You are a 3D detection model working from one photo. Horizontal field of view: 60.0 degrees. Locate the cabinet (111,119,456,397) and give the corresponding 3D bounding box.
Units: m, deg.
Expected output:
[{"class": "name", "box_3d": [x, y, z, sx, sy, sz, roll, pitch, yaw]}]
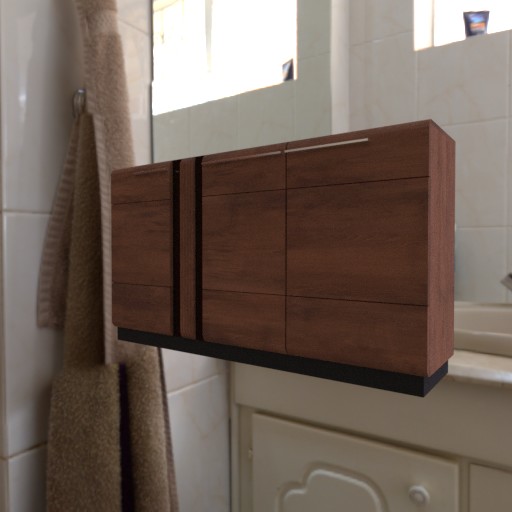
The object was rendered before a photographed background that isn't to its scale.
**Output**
[{"class": "cabinet", "box_3d": [0.000, 0.000, 2.019, 1.600, 0.900, 0.420, 1, 1, 35]}]
